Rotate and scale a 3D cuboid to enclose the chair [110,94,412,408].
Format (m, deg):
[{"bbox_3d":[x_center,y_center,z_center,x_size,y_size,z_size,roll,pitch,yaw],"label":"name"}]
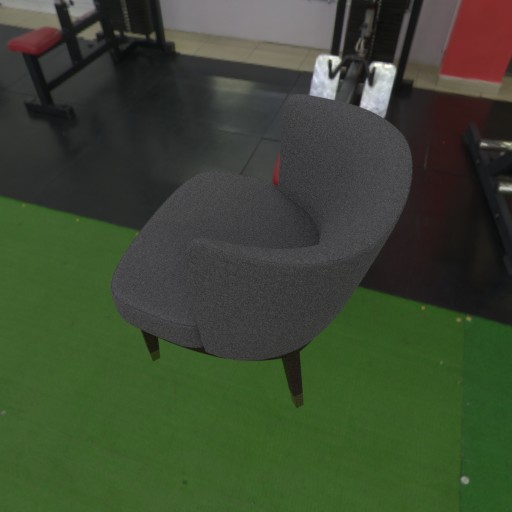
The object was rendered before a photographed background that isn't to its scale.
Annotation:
[{"bbox_3d":[0.000,0.000,1.272,0.698,0.695,0.639,16,49,14],"label":"chair"}]
